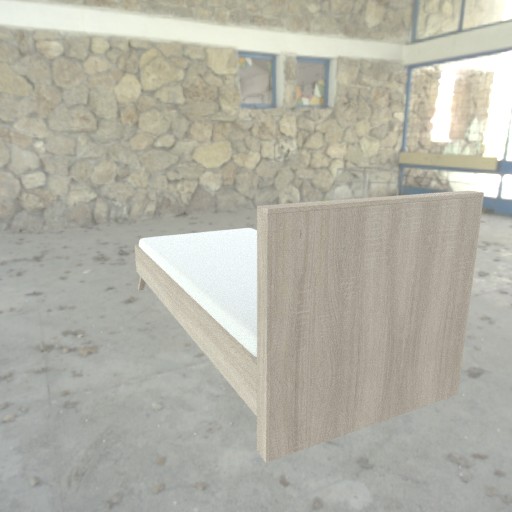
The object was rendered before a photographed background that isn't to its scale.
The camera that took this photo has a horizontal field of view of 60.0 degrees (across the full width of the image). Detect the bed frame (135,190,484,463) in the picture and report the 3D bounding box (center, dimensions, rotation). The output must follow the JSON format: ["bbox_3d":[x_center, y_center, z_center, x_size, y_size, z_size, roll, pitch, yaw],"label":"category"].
[{"bbox_3d":[0.000,0.000,2.617,0.990,0.920,2.140,-7,16,-26],"label":"bed frame"}]
